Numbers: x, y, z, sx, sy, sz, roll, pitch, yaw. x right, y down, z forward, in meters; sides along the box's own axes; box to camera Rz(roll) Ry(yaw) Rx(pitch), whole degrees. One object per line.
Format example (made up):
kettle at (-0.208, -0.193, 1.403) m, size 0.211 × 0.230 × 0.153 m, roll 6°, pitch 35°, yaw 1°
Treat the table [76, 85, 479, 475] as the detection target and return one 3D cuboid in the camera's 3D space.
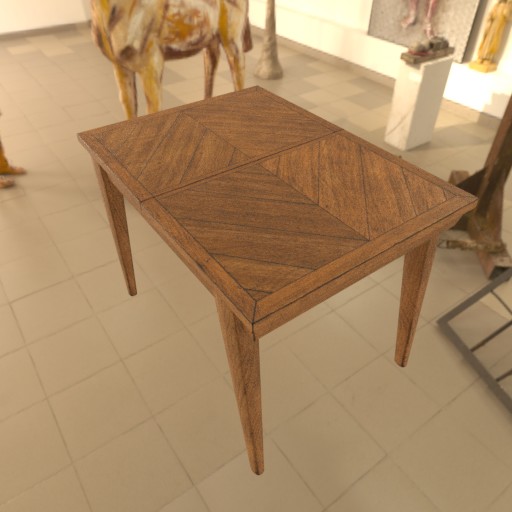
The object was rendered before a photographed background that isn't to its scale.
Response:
table at (0.000, 0.000, 1.601) m, size 0.757 × 0.760 × 1.027 m, roll -25°, pitch 47°, yaw -26°
